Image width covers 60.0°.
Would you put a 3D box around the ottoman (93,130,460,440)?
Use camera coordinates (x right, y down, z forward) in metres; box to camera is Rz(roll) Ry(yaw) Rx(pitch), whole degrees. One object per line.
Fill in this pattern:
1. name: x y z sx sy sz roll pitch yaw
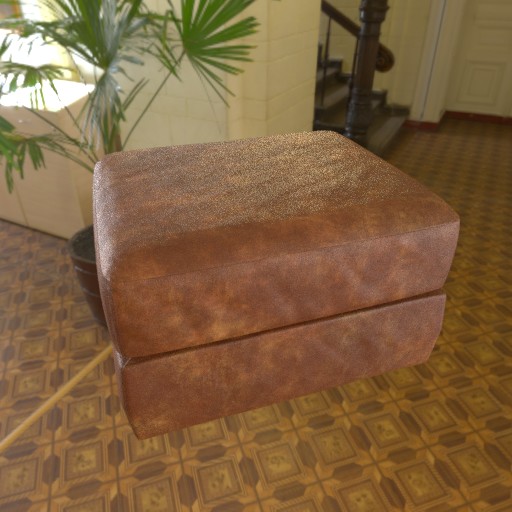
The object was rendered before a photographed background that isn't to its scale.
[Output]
1. ottoman: 0.000 0.000 1.125 0.751 0.476 0.603 -10 34 -15
